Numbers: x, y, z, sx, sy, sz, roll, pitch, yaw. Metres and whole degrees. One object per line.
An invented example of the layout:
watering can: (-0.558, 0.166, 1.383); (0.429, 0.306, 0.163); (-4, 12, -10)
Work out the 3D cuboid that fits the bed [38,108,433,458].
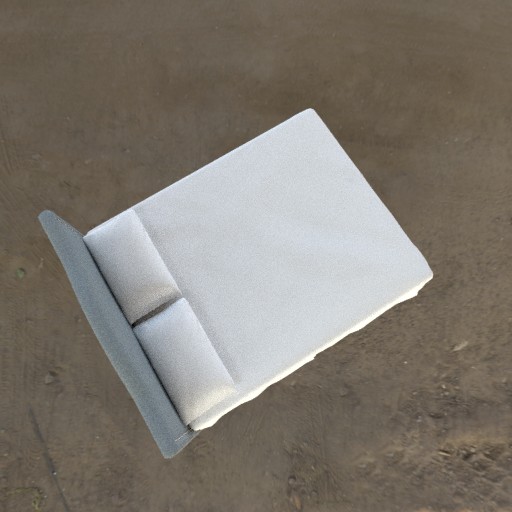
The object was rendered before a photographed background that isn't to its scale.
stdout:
bed: (0.000, 0.000, 3.957); (2.689, 1.457, 2.161); (-31, 78, -7)
